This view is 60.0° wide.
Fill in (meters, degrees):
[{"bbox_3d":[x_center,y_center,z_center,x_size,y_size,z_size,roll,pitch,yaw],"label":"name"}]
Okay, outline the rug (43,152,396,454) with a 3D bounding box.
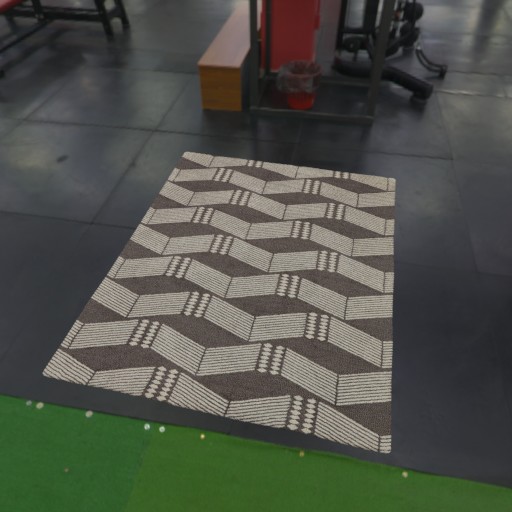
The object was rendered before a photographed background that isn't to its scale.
[{"bbox_3d":[0.000,0.000,4.014,2.438,0.016,3.048,9,45,9],"label":"rug"}]
